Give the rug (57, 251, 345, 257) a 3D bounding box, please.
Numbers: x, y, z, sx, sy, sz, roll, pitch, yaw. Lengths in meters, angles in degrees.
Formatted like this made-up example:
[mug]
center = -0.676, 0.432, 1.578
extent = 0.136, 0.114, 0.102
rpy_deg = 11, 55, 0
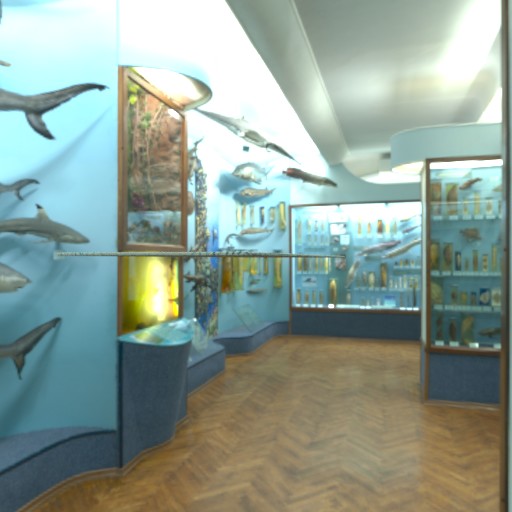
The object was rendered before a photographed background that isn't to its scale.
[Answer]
[rug]
center = 0.000, 0.000, 2.714
extent = 0.775, 0.012, 2.452
rpy_deg = 0, 0, 18
